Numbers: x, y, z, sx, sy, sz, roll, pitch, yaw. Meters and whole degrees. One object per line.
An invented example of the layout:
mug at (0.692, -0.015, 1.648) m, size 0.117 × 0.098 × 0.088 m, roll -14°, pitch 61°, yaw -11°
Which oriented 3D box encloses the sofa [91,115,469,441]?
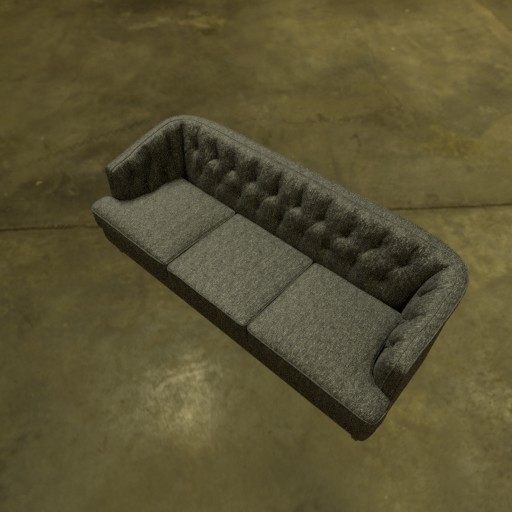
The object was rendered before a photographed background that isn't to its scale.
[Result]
sofa at (0.000, 0.000, 2.779) m, size 2.278 × 0.855 × 0.941 m, roll 34°, pitch 56°, yaw 26°
